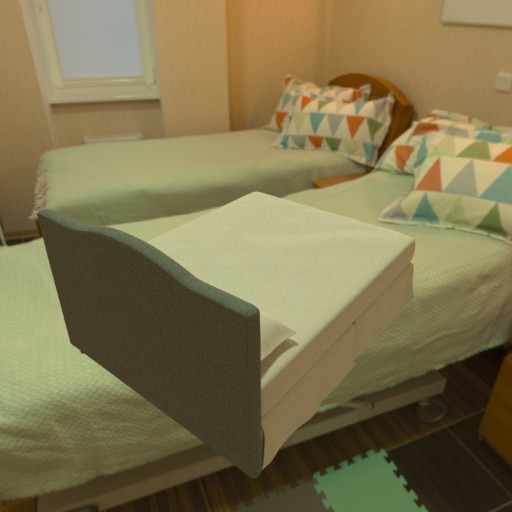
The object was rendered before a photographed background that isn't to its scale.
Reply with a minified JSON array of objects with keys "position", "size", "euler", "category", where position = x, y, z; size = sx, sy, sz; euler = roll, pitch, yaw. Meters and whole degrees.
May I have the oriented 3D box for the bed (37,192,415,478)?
[{"position":[0.000,0.000,3.961],"size":[2.161,1.457,2.689],"euler":[22,36,32],"category":"bed"}]
